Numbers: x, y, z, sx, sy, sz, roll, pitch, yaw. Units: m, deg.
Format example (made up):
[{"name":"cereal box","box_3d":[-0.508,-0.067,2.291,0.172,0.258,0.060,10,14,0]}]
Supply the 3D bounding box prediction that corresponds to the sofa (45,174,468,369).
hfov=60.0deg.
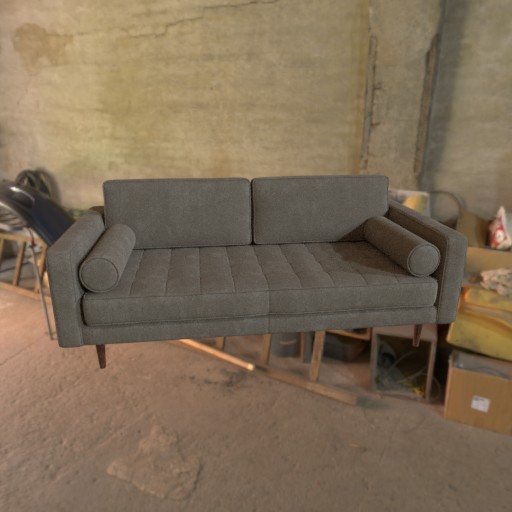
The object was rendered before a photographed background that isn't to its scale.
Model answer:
[{"name":"sofa","box_3d":[0.000,0.000,2.358,1.883,0.769,0.920,-2,19,-7]}]
